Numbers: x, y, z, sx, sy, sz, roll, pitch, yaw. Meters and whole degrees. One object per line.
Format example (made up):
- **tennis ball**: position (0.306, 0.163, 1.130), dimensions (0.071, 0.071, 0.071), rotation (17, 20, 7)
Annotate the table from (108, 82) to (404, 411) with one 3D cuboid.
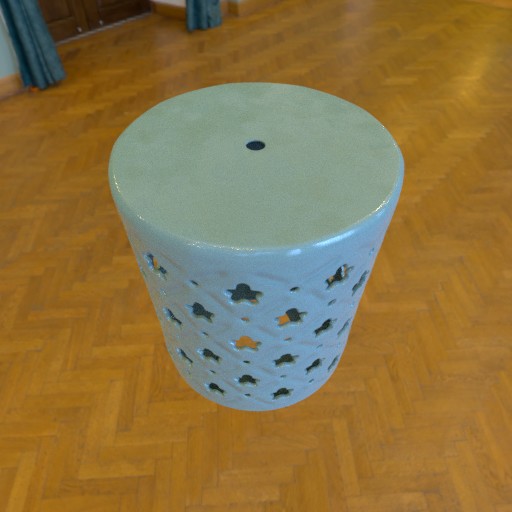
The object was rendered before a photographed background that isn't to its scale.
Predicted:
- **table**: position (0.000, 0.000, 0.668), dimensions (0.352, 0.387, 0.352), rotation (0, 47, 0)
